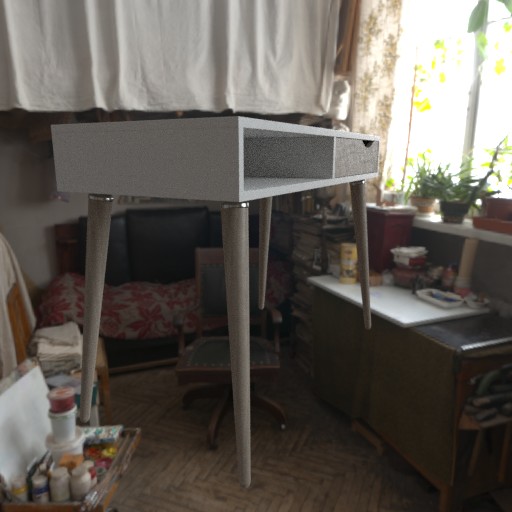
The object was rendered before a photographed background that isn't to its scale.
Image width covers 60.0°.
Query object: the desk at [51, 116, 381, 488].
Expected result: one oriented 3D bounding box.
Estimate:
[{"bbox_3d":[0.000,0.000,1.341,0.491,0.723,0.979,7,15,28],"label":"desk"}]
